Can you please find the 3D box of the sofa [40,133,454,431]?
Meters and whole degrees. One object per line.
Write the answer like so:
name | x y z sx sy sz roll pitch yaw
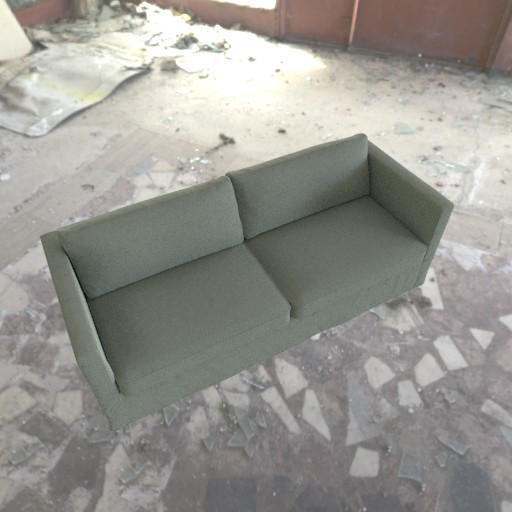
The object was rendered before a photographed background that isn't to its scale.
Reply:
sofa | 0.000 0.000 2.794 2.312 0.853 0.962 -21 49 -19
